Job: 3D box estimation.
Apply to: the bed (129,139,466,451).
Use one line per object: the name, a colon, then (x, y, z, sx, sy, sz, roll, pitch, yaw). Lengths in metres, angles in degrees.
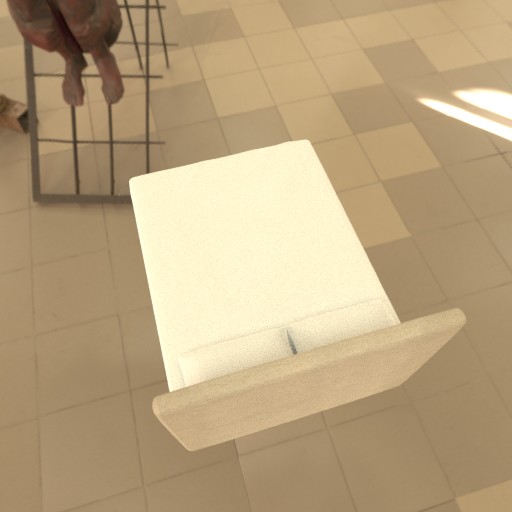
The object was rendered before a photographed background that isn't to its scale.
bed: (0.000, 0.000, 3.241, 1.713, 1.330, 2.162, -14, 60, -8)
